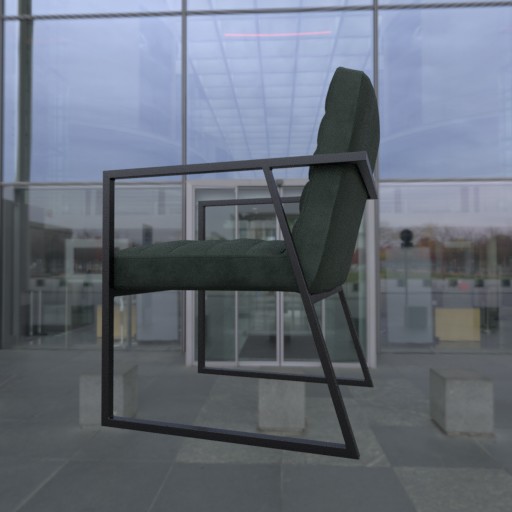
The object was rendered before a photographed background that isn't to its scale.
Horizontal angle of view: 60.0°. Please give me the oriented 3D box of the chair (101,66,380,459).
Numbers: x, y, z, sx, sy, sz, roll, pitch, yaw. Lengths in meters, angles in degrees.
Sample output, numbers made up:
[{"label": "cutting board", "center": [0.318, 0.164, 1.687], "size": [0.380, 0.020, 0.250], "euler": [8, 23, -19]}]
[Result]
[{"label": "chair", "center": [0.000, 0.000, 1.263], "size": [0.677, 0.833, 0.571], "euler": [0, -1, 18]}]
